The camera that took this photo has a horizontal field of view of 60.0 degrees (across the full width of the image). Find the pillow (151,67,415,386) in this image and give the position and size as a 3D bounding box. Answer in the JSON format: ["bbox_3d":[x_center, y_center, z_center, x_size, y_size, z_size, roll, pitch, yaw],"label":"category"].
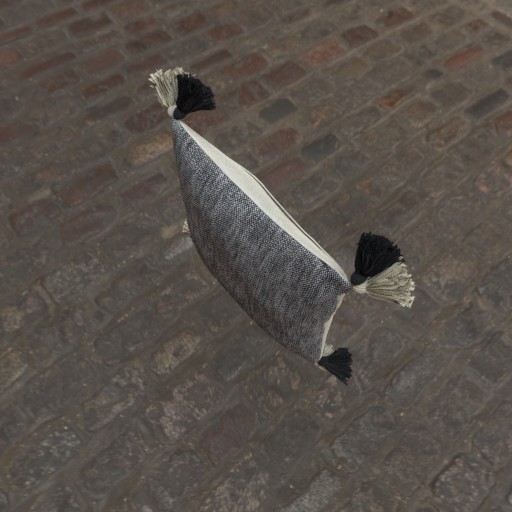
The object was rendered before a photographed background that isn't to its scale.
[{"bbox_3d":[0.000,0.000,0.984,0.170,0.659,0.654,-38,69,-17],"label":"pillow"}]
